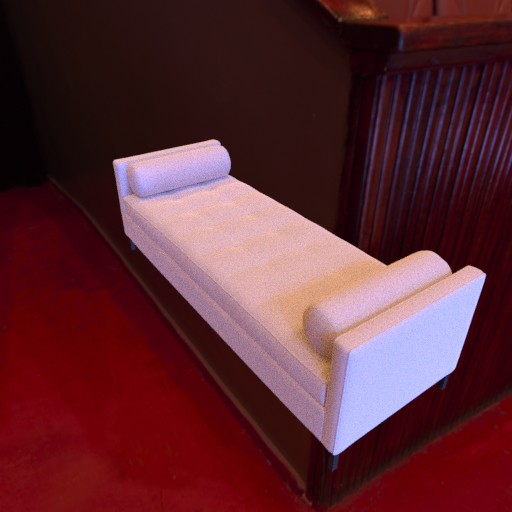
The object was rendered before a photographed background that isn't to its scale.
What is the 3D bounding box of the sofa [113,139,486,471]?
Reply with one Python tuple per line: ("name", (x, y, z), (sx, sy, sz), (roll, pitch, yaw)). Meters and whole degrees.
("sofa", (0.000, 0.000, 2.312), (0.746, 0.641, 1.985), (-21, 38, -29))
